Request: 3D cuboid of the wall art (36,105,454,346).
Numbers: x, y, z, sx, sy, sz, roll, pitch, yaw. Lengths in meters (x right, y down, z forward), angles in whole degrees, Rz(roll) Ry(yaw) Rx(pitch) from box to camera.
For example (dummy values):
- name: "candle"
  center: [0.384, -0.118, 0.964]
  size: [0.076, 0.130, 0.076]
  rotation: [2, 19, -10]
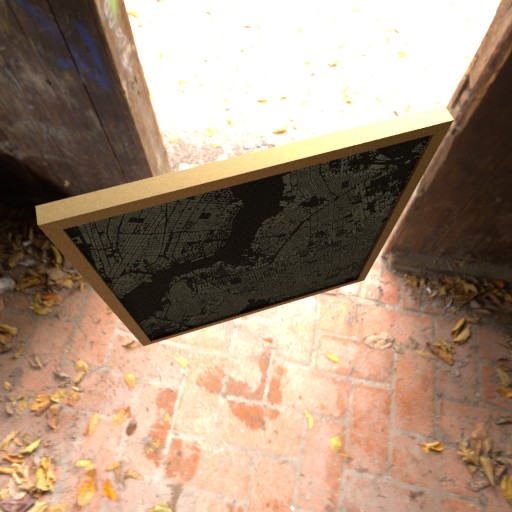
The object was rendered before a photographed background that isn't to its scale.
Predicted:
- name: "wall art"
  center: [0.000, 0.000, 2.848]
  size: [1.926, 1.926, 0.099]
  rotation: [-16, 65, -8]
